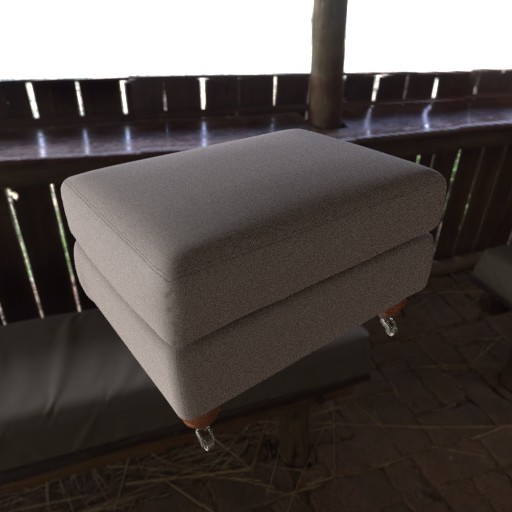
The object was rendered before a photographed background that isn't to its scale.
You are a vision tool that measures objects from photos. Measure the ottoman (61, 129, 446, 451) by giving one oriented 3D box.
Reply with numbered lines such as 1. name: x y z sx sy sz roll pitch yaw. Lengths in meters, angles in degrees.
1. ottoman: 0.000 0.000 1.142 0.773 0.497 0.574 -21 36 -31
